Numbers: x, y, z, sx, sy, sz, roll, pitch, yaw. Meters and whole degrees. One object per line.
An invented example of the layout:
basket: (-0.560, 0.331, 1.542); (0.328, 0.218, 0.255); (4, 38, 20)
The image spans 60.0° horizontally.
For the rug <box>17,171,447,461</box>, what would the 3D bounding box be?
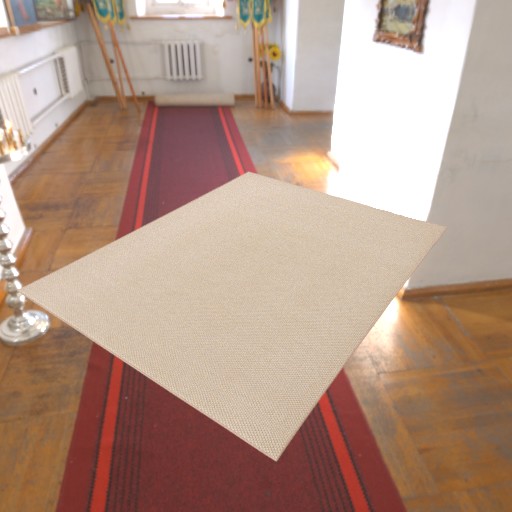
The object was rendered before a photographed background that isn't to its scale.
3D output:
rug: (0.000, 0.000, 3.918); (2.462, 0.018, 3.039); (21, 39, 30)
